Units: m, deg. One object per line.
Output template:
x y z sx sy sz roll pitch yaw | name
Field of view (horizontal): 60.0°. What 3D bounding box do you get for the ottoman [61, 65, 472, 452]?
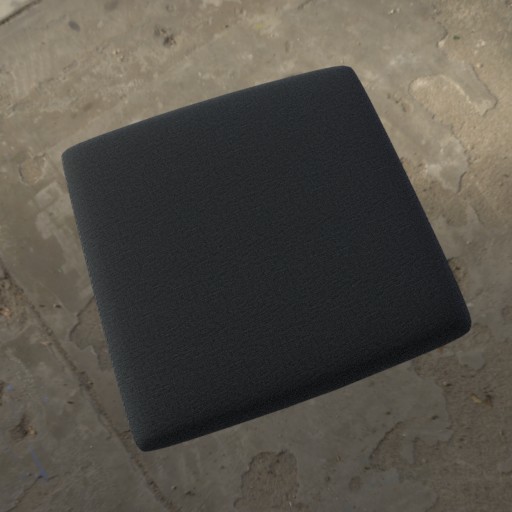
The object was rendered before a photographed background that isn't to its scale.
0.000 0.000 1.013 0.650 0.398 0.649 -19 76 -5 | ottoman
